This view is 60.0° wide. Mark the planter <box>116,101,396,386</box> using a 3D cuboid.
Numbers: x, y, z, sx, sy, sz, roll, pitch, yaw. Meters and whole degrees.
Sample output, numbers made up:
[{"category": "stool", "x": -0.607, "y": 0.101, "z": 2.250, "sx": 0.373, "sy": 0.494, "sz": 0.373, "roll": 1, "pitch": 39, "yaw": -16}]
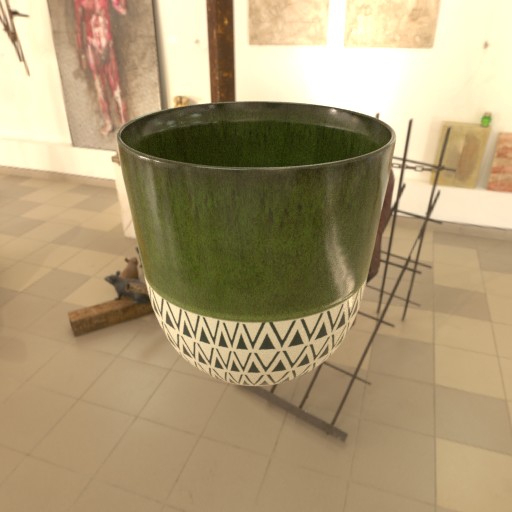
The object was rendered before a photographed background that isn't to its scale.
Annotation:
[{"category": "planter", "x": 0.000, "y": 0.000, "z": 0.467, "sx": 0.245, "sy": 0.270, "sz": 0.245, "roll": 0, "pitch": 29, "yaw": 0}]
